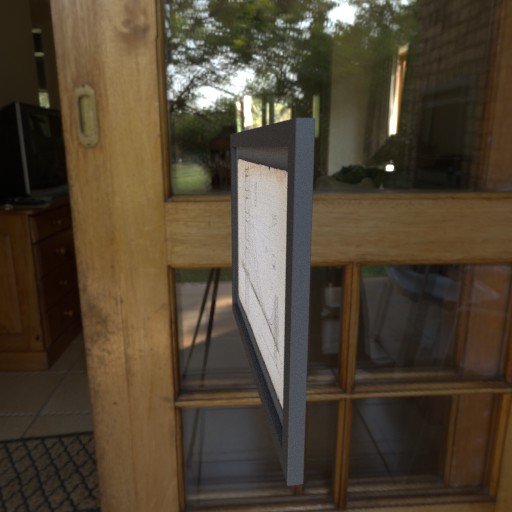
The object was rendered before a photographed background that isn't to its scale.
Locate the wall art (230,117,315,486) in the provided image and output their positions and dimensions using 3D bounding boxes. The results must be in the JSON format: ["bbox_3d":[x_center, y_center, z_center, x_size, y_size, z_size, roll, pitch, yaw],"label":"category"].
[{"bbox_3d":[0.000,0.000,0.557,0.016,0.306,0.432,-2,14,-9],"label":"wall art"}]
